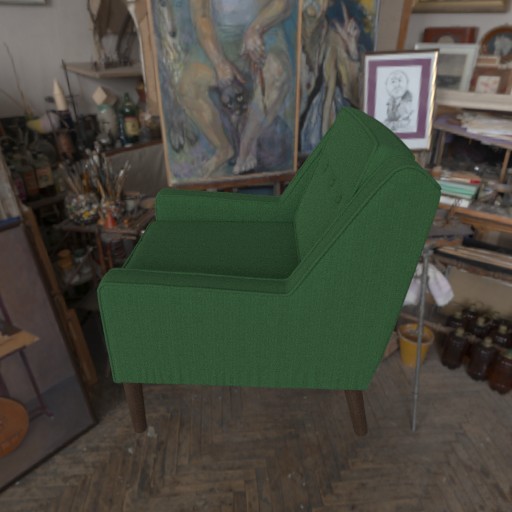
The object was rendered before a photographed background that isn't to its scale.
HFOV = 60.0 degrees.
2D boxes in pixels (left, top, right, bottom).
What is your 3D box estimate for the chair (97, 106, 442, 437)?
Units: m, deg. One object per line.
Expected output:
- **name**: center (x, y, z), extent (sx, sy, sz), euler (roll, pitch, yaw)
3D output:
- **chair**: center (0.000, 0.000, 1.303), extent (0.743, 0.792, 0.663), euler (1, 28, 1)
